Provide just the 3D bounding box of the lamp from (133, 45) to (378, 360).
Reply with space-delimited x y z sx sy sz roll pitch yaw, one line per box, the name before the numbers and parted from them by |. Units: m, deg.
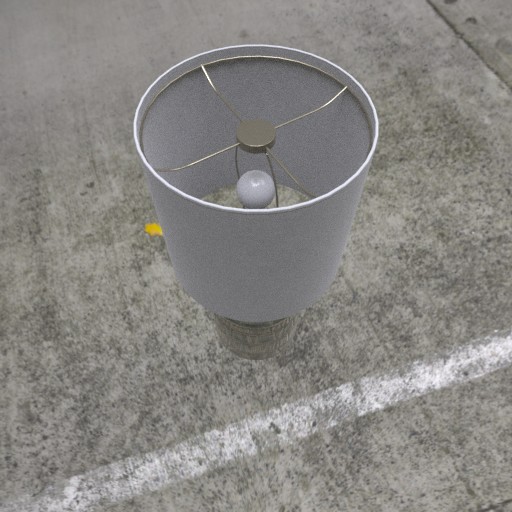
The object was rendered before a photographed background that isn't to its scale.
lamp | 0.000 0.000 0.577 0.211 0.455 0.211 -15 59 -10
